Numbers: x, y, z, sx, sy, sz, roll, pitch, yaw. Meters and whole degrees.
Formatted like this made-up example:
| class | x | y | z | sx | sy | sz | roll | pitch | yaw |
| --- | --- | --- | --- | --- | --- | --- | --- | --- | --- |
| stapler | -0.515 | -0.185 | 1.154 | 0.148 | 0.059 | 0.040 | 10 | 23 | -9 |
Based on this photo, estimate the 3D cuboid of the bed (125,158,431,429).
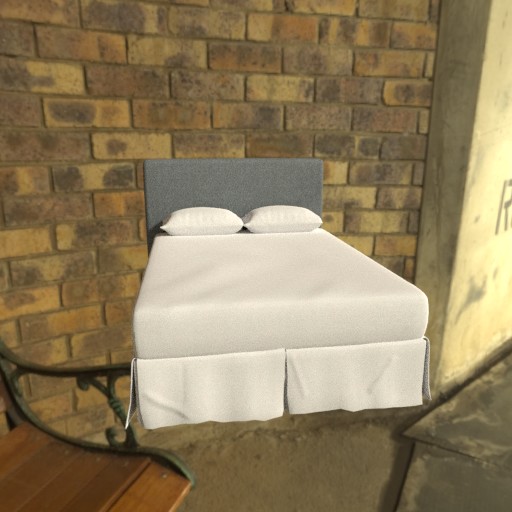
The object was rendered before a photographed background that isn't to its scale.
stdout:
| class | x | y | z | sx | sy | sz | roll | pitch | yaw |
| --- | --- | --- | --- | --- | --- | --- | --- | --- | --- |
| bed | 0.000 | 0.000 | 3.247 | 1.723 | 1.330 | 2.142 | -2 | 15 | -9 |
